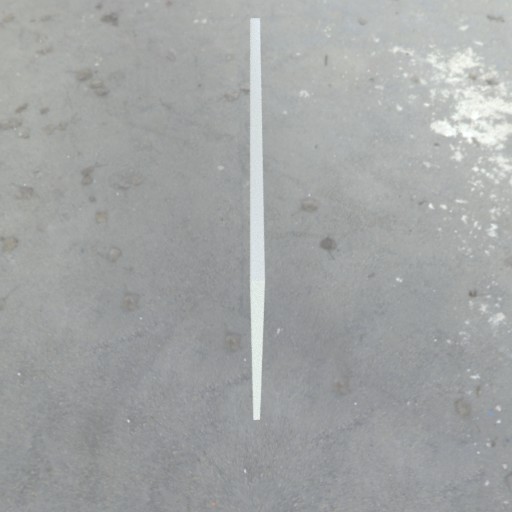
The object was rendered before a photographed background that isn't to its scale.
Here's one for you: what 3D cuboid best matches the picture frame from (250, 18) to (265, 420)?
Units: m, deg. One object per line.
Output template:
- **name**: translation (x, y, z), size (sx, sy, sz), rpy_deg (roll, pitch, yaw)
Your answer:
- **picture frame**: translation (0.000, 0.000, 0.689), size (0.012, 0.534, 0.381), rpy_deg (0, 58, 0)
